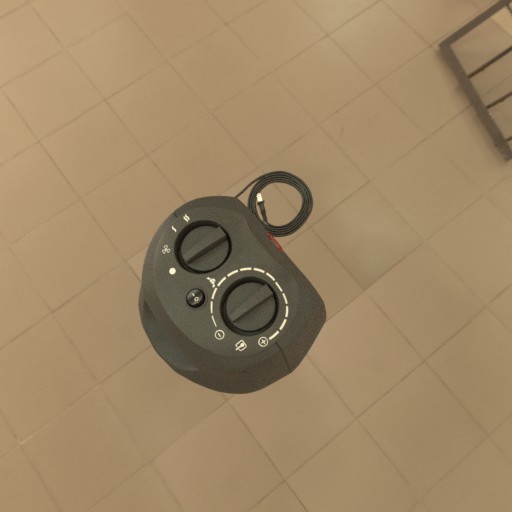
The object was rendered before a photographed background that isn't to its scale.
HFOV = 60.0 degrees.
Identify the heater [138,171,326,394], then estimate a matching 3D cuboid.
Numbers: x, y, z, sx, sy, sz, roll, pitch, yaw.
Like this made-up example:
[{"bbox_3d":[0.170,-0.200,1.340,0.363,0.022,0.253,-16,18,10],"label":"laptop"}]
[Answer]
[{"bbox_3d":[0.000,0.000,0.487,0.291,0.255,0.239,-37,78,-10],"label":"heater"}]
